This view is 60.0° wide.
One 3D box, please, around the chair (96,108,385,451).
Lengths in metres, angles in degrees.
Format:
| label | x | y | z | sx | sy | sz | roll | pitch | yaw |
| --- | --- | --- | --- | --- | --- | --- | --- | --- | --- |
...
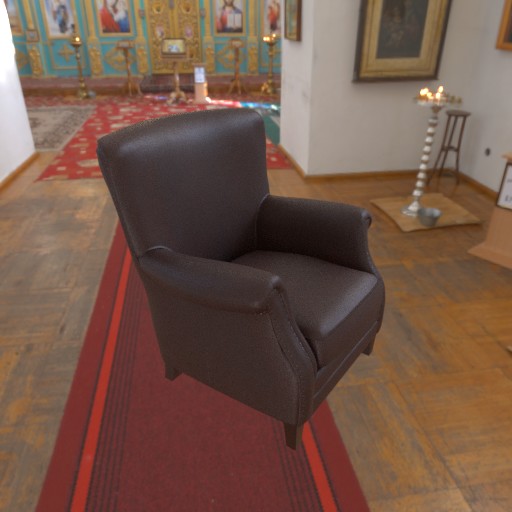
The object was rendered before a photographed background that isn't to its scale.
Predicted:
| label | x | y | z | sx | sy | sz | roll | pitch | yaw |
| --- | --- | --- | --- | --- | --- | --- | --- | --- | --- |
| chair | 0.000 | 0.000 | 1.402 | 0.746 | 0.800 | 0.700 | 18 | 32 | 32 |
